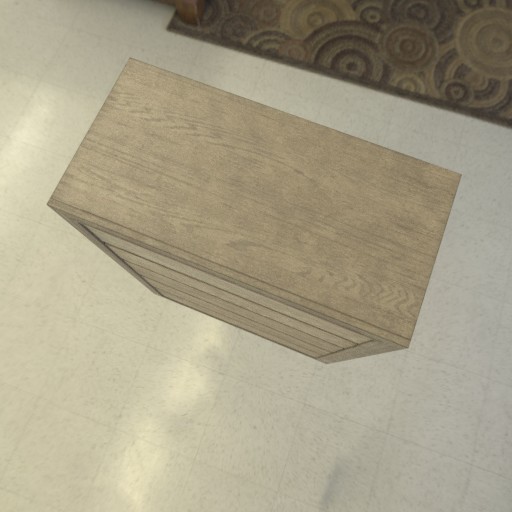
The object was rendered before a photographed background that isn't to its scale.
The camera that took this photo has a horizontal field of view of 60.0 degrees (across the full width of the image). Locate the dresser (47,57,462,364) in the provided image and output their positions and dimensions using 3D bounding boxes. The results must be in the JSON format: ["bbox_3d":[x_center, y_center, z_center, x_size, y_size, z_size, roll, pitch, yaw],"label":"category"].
[{"bbox_3d":[0.000,0.000,1.771,0.967,1.295,0.483,21,76,6],"label":"dresser"}]
